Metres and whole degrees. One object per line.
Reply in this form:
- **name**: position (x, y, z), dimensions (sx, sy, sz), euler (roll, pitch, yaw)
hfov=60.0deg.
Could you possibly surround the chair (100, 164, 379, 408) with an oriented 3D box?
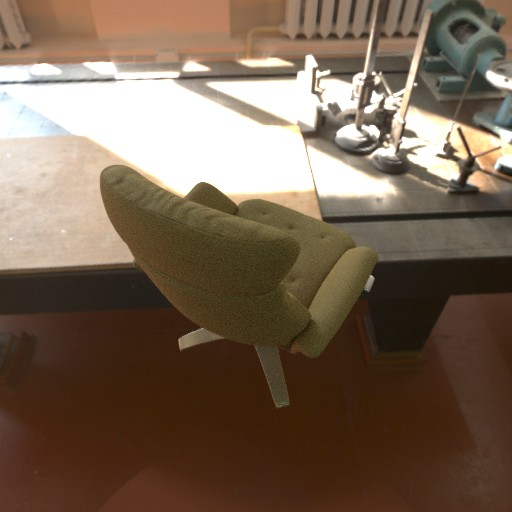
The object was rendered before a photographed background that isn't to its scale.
- **chair**: position (0.000, 0.000, 1.551), dimensions (0.785, 0.995, 0.837), euler (24, 51, 21)
